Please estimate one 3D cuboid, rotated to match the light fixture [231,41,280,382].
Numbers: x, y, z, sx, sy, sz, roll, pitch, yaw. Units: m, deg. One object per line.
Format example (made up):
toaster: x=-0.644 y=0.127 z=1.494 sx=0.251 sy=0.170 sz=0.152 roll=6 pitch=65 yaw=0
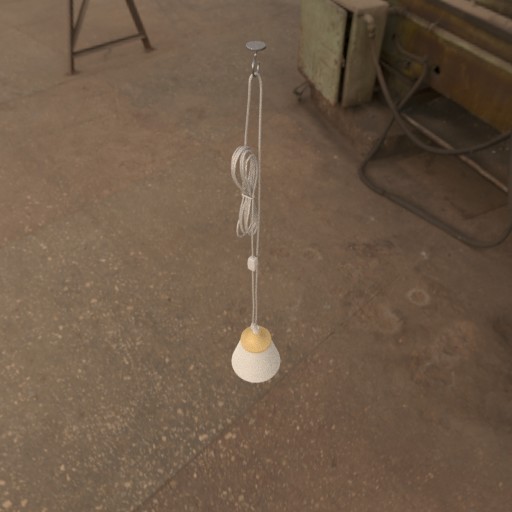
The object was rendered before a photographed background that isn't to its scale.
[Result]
light fixture: x=0.000 y=0.000 z=1.044 sx=0.153 sy=0.966 sz=0.153 roll=-33 pitch=55 yaw=-27
